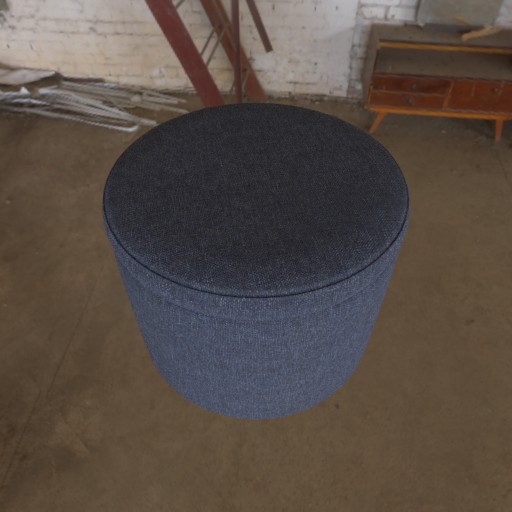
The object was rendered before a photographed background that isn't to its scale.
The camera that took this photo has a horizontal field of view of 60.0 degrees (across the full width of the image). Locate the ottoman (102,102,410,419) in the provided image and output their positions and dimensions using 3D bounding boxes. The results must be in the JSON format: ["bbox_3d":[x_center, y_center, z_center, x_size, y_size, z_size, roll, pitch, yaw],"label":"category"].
[{"bbox_3d":[0.000,0.000,0.895,0.520,0.430,0.520,0,48,0],"label":"ottoman"}]
